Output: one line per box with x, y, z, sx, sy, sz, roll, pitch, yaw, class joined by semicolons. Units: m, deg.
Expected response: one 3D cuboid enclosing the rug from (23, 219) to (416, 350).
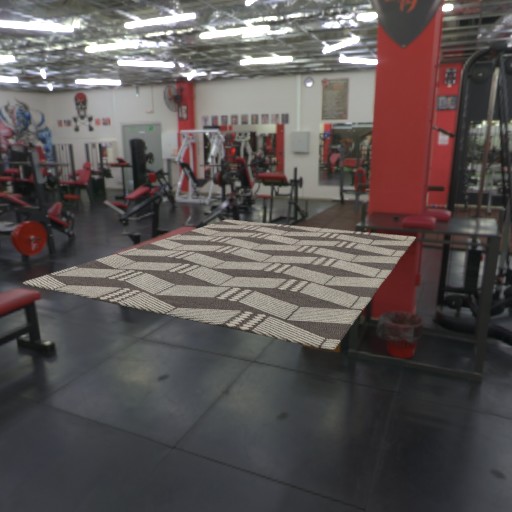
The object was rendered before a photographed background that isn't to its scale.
0.000;0.000;4.126;2.438;0.016;3.048;7;16;26;rug
